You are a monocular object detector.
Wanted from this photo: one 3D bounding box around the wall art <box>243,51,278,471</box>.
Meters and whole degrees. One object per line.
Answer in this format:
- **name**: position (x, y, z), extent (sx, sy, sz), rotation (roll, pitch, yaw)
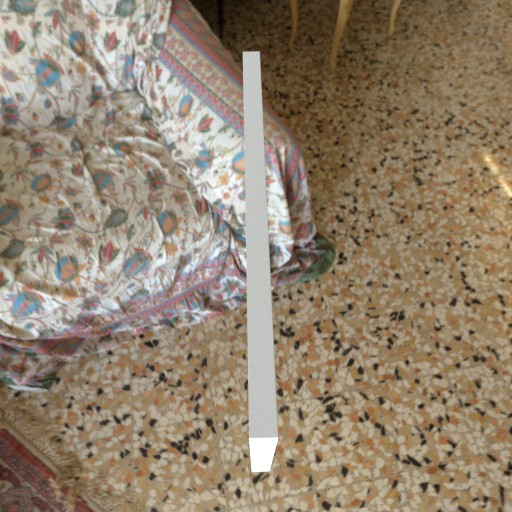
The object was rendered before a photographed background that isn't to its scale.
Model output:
- **wall art**: position (0.000, 0.000, 0.970), extent (0.038, 0.431, 0.812), rotation (-1, 59, -1)
